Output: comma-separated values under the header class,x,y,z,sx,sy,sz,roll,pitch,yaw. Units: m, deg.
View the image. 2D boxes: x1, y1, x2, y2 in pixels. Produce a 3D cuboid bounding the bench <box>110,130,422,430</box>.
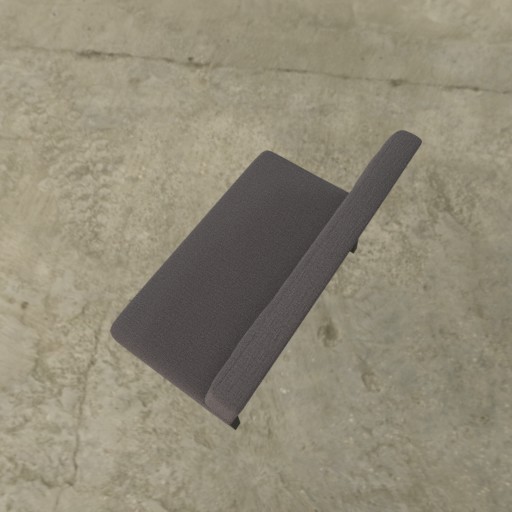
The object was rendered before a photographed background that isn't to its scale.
class,x,y,z,sx,sy,sz,roll,pitch,yaw
bench,0.000,0.000,2.092,0.815,1.180,1.335,32,67,15
